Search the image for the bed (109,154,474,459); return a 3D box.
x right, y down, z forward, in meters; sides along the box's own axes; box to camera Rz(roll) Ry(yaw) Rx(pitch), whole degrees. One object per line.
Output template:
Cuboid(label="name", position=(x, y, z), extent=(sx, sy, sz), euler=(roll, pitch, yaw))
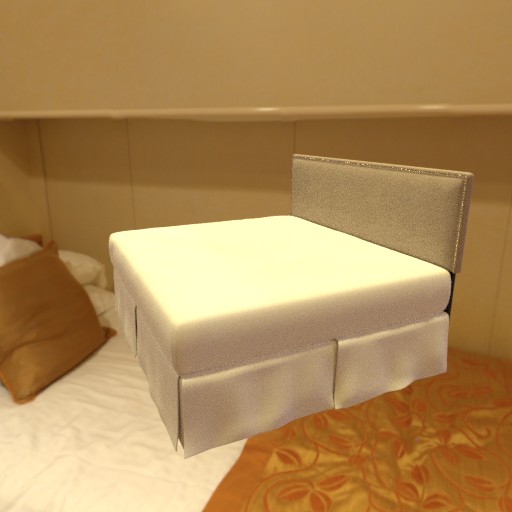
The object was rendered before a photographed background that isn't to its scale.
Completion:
Cuboid(label="bed", position=(0.000, 0.000, 3.346), extent=(1.914, 1.346, 2.170), euler=(-8, 18, -25))
